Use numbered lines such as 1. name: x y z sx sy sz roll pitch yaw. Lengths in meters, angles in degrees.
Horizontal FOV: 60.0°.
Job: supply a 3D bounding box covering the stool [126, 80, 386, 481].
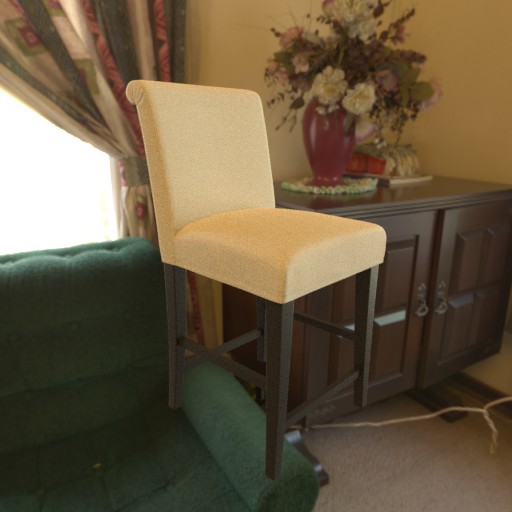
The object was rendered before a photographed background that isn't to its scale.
1. stool: 0.000 0.000 1.307 0.597 0.976 0.452 14 21 42
